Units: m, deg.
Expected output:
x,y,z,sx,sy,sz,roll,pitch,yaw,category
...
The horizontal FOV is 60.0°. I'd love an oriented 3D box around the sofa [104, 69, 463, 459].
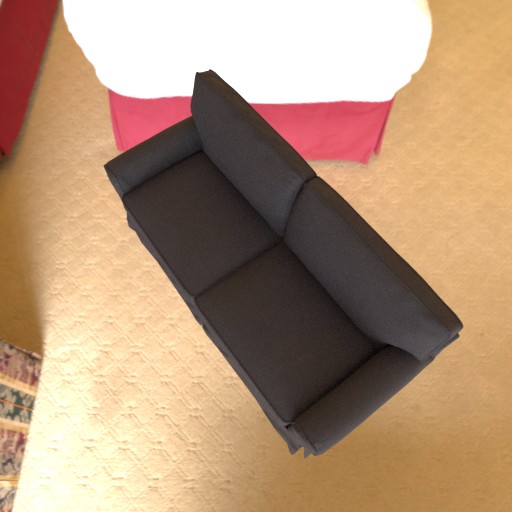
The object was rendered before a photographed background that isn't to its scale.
x,y,z,sx,sy,sz,roll,pitch,yaw,category
0.000,0.000,2.778,0.983,1.094,2.256,-34,68,-15,sofa
